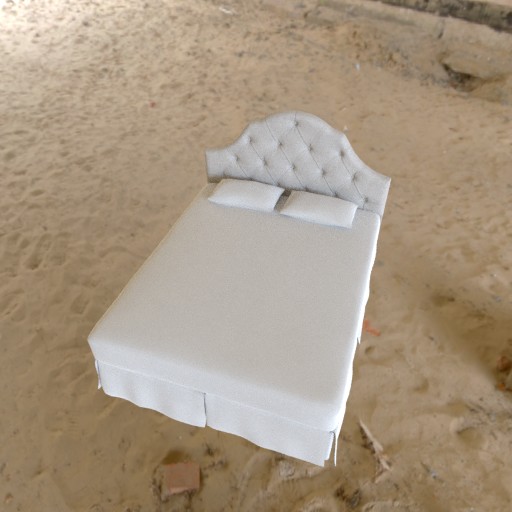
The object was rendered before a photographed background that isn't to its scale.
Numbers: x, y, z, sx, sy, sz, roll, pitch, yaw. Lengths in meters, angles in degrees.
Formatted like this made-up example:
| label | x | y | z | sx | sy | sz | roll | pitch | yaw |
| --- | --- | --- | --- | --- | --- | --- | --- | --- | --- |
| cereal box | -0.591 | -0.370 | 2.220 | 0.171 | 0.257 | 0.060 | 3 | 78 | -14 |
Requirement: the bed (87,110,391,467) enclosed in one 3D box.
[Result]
| label | x | y | z | sx | sy | sz | roll | pitch | yaw |
| --- | --- | --- | --- | --- | --- | --- | --- | --- | --- |
| bed | 0.000 | 0.000 | 3.843 | 2.039 | 1.617 | 2.477 | 12 | 43 | 14 |
